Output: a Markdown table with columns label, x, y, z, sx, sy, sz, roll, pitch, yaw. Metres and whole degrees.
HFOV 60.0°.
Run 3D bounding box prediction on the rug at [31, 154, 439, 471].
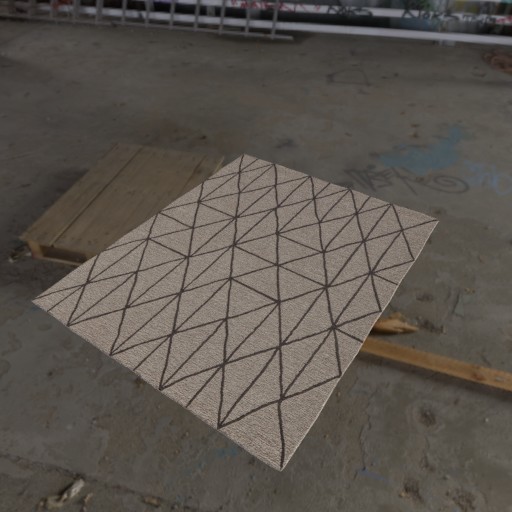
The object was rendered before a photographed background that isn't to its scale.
| label | x | y | z | sx | sy | sz | roll | pitch | yaw |
| --- | --- | --- | --- | --- | --- | --- | --- | --- | --- |
| rug | 0.000 | 0.000 | 4.098 | 2.468 | 0.022 | 3.061 | 24 | 47 | 25 |
